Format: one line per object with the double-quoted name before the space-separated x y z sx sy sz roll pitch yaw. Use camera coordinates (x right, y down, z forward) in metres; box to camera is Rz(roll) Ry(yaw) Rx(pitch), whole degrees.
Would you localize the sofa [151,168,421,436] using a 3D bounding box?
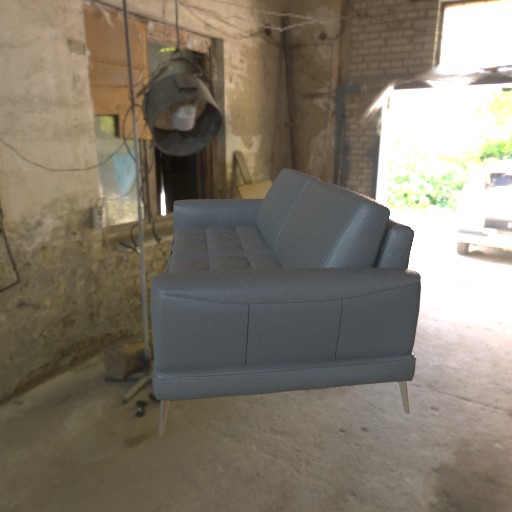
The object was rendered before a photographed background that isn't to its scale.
"sofa" 0.000 0.000 2.699 1.121 0.930 2.177 -2 16 -7
